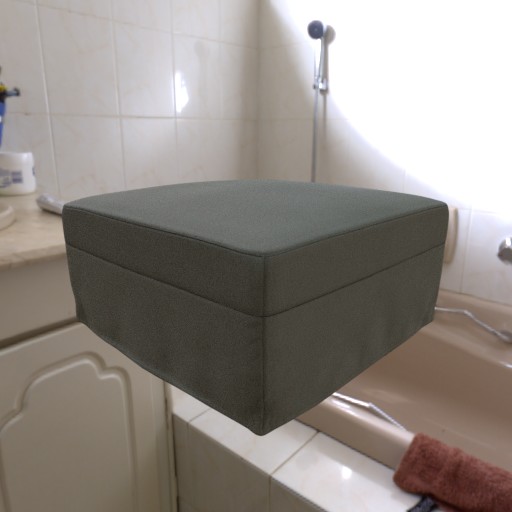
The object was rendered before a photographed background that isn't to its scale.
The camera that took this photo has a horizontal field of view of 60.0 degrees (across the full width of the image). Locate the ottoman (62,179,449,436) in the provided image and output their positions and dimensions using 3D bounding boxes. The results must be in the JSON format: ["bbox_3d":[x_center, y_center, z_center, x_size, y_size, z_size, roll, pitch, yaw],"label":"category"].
[{"bbox_3d":[0.000,0.000,1.349,0.843,0.441,0.842,14,21,42],"label":"ottoman"}]
